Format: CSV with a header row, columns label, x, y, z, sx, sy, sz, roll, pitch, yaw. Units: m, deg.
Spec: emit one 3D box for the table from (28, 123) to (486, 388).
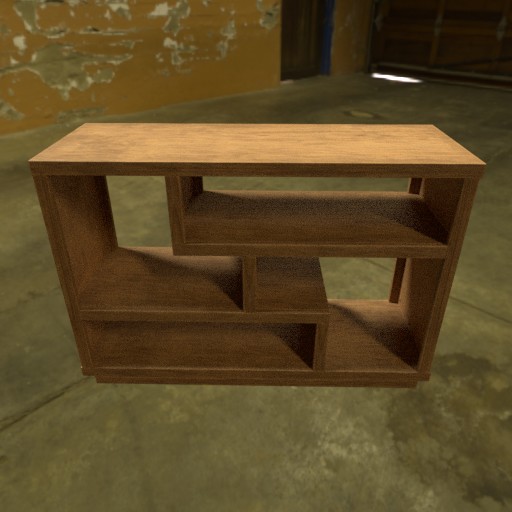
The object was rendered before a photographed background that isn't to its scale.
label,x,y,z,sx,sy,sz,roll,pitch,yaw
table,0.000,0.000,1.476,1.151,0.771,0.410,1,30,1
